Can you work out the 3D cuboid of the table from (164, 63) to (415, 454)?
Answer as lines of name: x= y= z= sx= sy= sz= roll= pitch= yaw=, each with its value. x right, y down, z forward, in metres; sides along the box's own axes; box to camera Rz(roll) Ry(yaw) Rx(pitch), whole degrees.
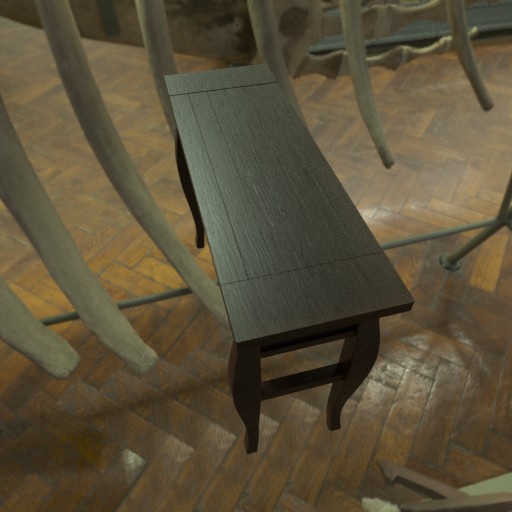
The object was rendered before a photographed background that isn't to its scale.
table: x=0.000 y=0.000 z=1.457 sx=0.373 sy=0.768 sz=1.062 roll=-11 pitch=49 yaw=-10
